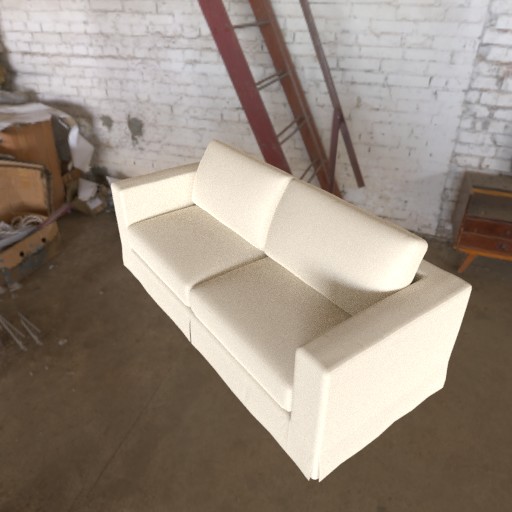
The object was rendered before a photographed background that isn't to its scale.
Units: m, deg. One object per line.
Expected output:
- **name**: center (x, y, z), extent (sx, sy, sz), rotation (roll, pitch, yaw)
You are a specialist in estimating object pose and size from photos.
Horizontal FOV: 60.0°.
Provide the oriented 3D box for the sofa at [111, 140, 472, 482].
- **sofa**: center (0.000, 0.000, 2.646), extent (0.954, 0.881, 2.163), rotation (-21, 38, -30)
